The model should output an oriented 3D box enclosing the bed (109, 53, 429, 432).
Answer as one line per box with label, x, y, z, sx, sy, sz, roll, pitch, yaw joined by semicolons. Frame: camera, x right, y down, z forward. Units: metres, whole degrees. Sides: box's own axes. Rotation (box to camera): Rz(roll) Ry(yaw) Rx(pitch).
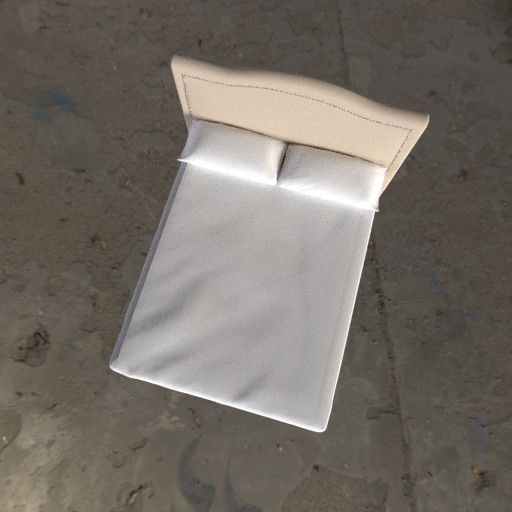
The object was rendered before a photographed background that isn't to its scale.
bed;0.000;0.000;3.257;1.753;1.460;2.143;15;75;4
